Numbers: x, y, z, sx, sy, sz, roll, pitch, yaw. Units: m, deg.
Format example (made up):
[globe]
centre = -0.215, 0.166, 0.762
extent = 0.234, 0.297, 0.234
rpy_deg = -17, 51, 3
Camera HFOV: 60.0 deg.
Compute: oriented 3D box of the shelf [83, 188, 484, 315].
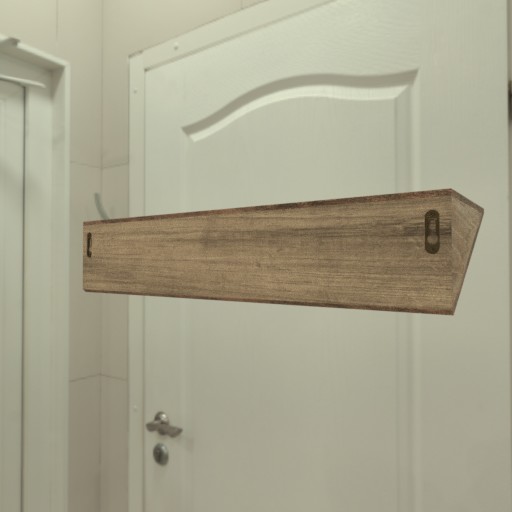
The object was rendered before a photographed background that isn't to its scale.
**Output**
[shelf]
centre = 0.000, 0.000, 0.690
extent = 0.610, 0.125, 0.200
rpy_deg = -1, -1, 35
